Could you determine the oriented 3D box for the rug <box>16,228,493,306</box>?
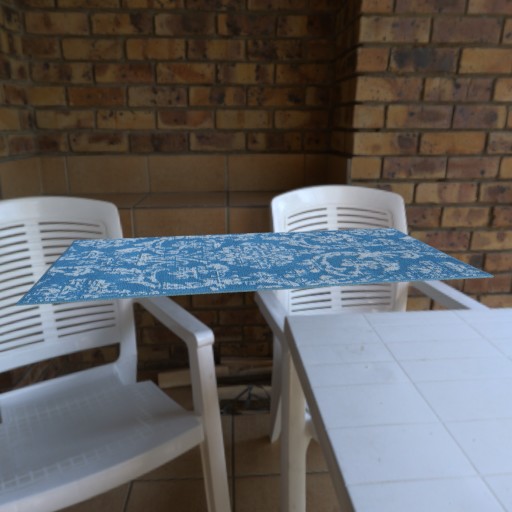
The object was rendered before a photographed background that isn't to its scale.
[{"bbox_3d":[0.000,0.000,1.397,1.219,0.007,0.604,-3,16,-9],"label":"rug"}]
